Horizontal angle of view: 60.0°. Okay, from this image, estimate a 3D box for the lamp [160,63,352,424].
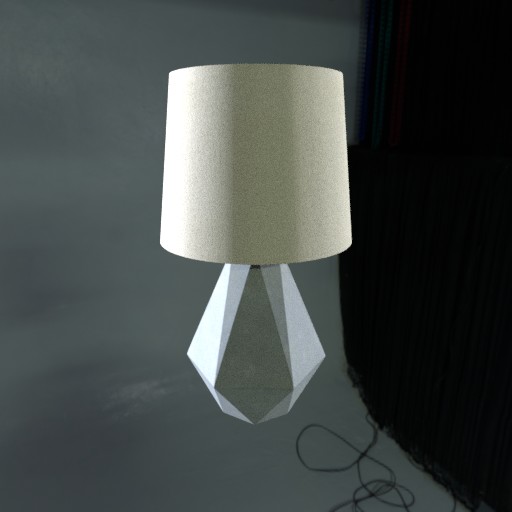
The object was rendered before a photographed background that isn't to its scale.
[{"bbox_3d":[0.000,0.000,0.661,0.276,0.501,0.276,0,16,0],"label":"lamp"}]
